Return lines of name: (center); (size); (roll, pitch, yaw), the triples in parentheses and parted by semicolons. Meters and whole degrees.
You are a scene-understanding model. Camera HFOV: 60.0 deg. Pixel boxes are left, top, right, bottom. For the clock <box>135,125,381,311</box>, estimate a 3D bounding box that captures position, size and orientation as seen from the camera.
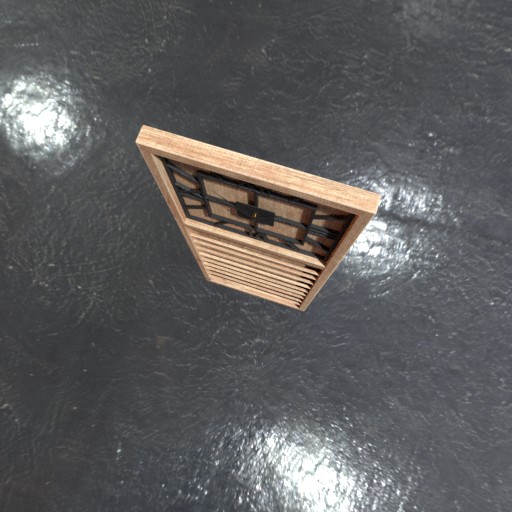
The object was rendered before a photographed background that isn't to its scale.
clock: (0.000, 0.000, 1.099); (0.361, 0.965, 0.030); (17, 76, 5)
